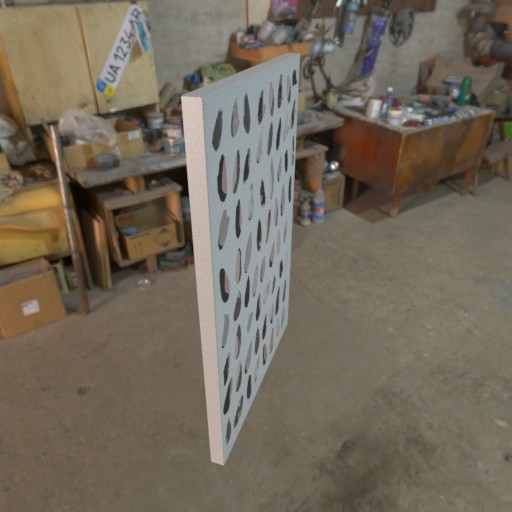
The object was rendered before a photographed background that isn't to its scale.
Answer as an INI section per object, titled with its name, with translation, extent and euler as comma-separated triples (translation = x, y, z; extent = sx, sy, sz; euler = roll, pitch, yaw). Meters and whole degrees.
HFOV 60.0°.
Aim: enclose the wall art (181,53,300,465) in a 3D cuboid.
[wall art]
translation = 0.000, 0.000, 1.168
extent = 0.037, 0.916, 0.610
euler = 10, 32, 16
